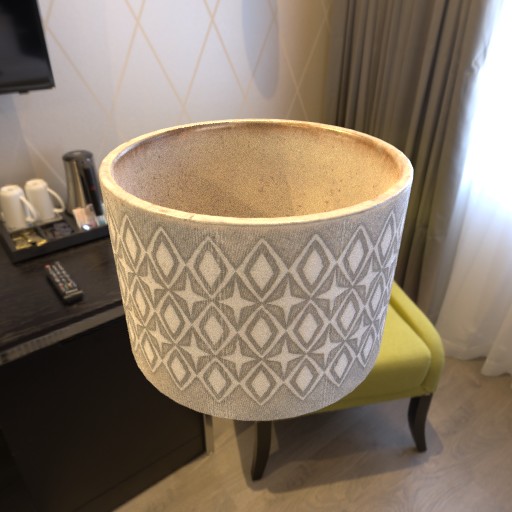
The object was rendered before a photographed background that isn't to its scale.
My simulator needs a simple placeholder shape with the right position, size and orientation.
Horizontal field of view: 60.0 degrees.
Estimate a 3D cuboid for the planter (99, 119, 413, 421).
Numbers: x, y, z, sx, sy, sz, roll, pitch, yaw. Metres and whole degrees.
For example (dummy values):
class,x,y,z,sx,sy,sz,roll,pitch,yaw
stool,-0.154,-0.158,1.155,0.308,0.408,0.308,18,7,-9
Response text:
class,x,y,z,sx,sy,sz,roll,pitch,yaw
planter,0.000,0.000,0.310,0.186,0.144,0.186,0,31,0
